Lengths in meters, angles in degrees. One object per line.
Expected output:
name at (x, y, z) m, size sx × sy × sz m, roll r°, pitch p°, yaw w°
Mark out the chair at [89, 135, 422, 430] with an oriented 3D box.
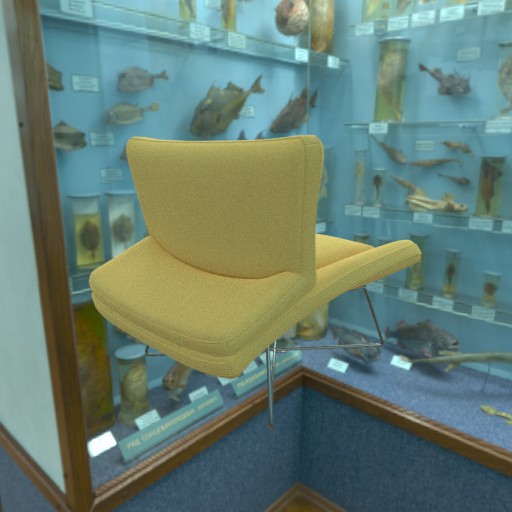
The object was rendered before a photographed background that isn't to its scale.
chair at (0.000, 0.000, 1.642) m, size 0.859 × 0.855 × 1.008 m, roll 14°, pitch 20°, yaw 43°
